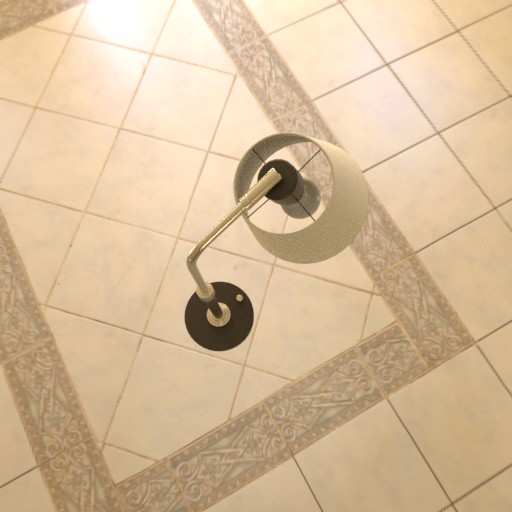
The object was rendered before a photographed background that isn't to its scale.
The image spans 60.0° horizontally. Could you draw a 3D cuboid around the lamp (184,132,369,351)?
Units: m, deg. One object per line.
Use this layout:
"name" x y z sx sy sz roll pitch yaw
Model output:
"lamp" 0.000 0.000 0.721 0.348 0.539 0.181 -37 78 -10
